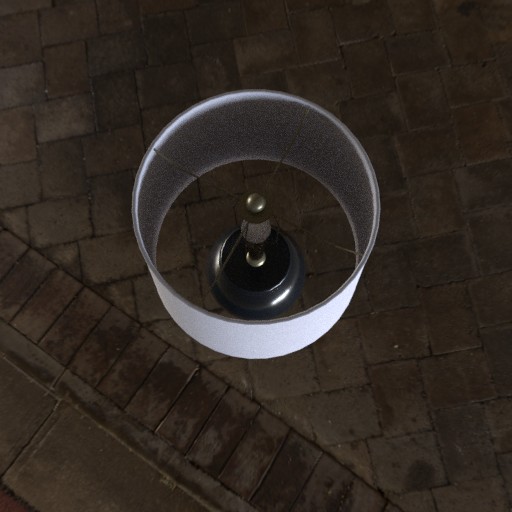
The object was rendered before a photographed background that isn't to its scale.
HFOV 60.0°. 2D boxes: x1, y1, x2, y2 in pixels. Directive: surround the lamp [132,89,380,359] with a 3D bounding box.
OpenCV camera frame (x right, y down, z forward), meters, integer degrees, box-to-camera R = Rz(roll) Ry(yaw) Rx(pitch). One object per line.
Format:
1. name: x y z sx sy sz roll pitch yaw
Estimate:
1. lamp: 0.000 0.000 0.530 0.239 0.399 0.239 0 78 0
